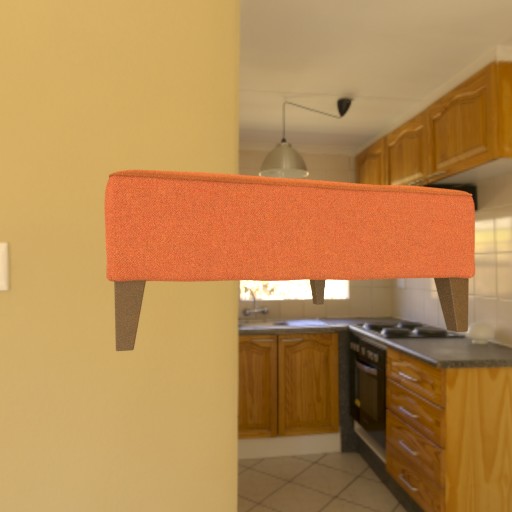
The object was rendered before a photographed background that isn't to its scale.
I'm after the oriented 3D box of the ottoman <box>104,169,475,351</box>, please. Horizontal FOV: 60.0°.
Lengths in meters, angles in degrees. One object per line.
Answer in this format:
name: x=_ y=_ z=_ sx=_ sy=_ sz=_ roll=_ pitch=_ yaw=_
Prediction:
ottoman: x=0.000 y=0.000 z=1.557 sx=0.999 sy=0.438 sz=0.997 roll=0 pitch=-1 yaw=-17
